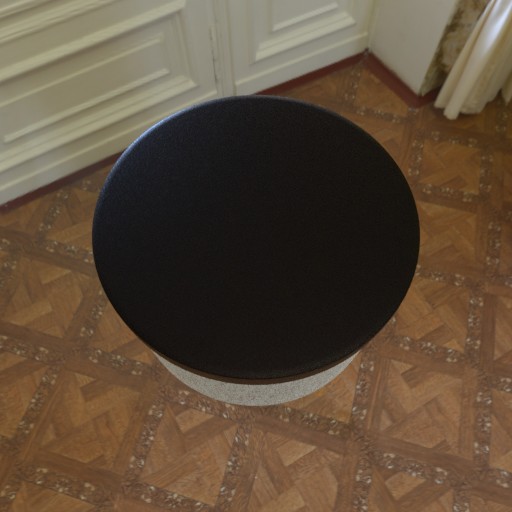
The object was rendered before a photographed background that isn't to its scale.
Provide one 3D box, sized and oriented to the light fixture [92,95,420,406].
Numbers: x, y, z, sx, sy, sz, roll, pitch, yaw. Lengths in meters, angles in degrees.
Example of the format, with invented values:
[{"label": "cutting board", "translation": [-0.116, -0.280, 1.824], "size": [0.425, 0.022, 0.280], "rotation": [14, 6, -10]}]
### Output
[{"label": "light fixture", "translation": [0.000, 0.000, 0.632], "size": [0.389, 0.229, 0.389], "rotation": [0, 63, 0]}]
